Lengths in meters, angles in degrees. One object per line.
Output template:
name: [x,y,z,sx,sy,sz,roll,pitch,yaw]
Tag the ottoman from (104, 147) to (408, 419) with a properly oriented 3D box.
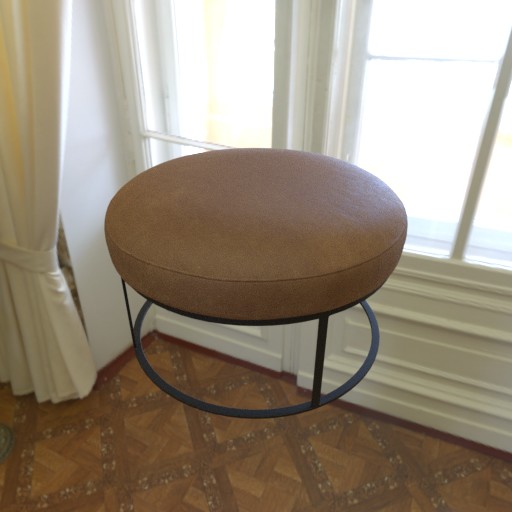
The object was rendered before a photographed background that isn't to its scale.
ottoman: [0.000,0.000,1.246,0.771,0.460,0.771,0,30,0]
